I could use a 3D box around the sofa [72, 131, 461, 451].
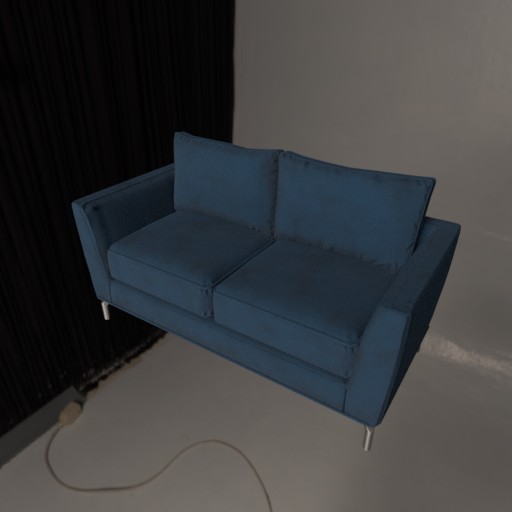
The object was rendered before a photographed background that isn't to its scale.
[{"bbox_3d":[0.000,0.000,2.311,1.770,1.002,0.853,18,34,29],"label":"sofa"}]
